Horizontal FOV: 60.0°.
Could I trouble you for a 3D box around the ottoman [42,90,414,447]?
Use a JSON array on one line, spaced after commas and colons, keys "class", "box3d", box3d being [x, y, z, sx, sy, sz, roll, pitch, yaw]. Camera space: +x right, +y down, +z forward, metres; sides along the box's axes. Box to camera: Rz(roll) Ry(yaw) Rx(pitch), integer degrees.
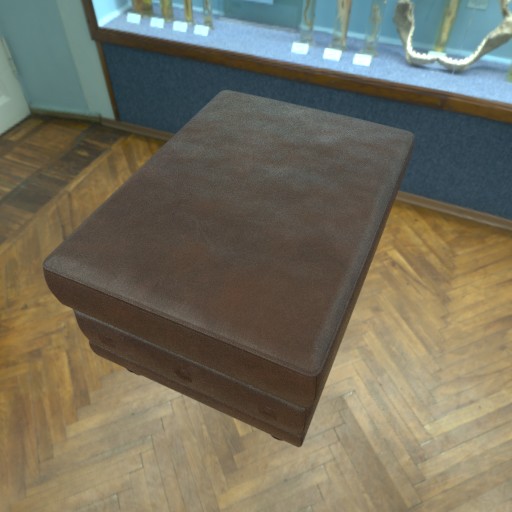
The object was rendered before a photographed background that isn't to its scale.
[{"class": "ottoman", "box3d": [0.000, 0.000, 1.183, 0.588, 0.509, 0.795, 19, 50, 16]}]
